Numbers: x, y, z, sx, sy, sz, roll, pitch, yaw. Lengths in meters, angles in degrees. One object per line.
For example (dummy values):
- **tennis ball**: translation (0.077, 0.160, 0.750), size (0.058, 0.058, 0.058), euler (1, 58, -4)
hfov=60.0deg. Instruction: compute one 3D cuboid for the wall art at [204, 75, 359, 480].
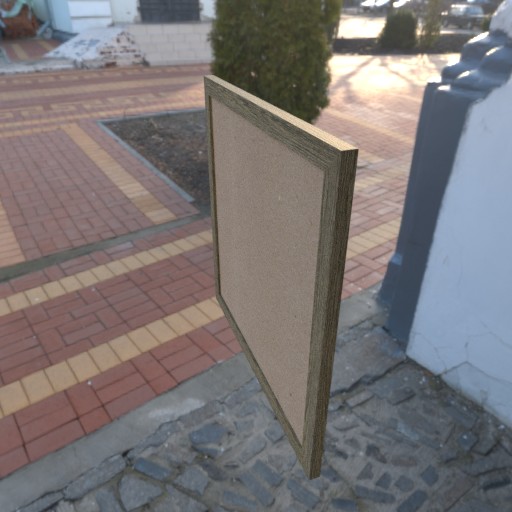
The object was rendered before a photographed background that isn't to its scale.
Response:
- **wall art**: translation (0.000, 0.000, 0.753), size (0.019, 0.508, 0.508), euler (-11, 32, -18)
